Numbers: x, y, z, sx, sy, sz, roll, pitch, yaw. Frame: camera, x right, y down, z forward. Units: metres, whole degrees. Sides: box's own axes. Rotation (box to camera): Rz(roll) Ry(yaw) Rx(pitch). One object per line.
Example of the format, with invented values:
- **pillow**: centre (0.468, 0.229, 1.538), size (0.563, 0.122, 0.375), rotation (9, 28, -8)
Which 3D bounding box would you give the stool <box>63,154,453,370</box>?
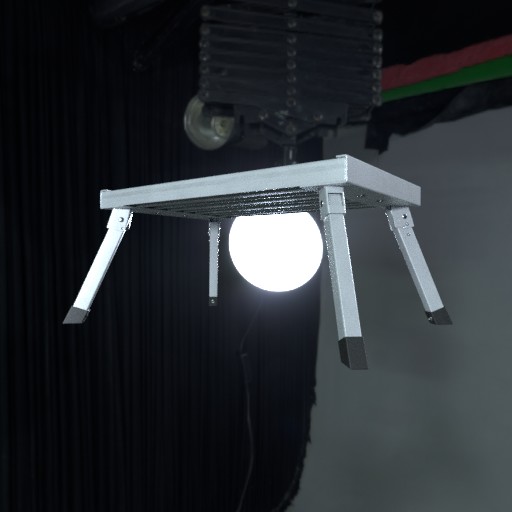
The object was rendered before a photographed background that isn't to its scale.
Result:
- **stool**: centre (0.000, 0.000, 0.737), size (0.535, 0.225, 0.385), rotation (0, 0, 36)
